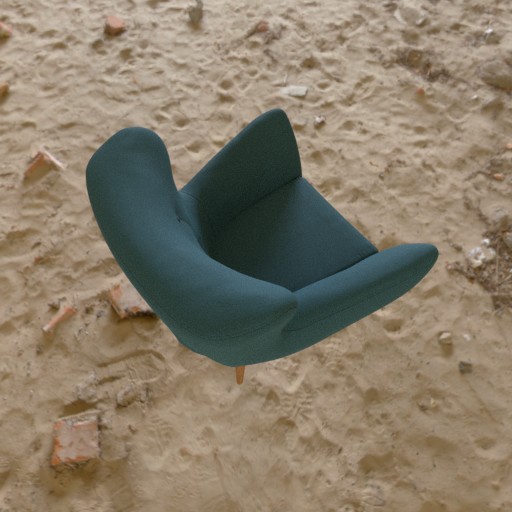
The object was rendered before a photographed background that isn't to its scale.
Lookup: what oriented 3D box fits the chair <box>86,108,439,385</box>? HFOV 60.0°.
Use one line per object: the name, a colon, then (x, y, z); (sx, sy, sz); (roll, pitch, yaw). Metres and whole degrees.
chair: (0.000, 0.000, 1.616); (0.889, 0.889, 0.890); (-31, 63, -18)
